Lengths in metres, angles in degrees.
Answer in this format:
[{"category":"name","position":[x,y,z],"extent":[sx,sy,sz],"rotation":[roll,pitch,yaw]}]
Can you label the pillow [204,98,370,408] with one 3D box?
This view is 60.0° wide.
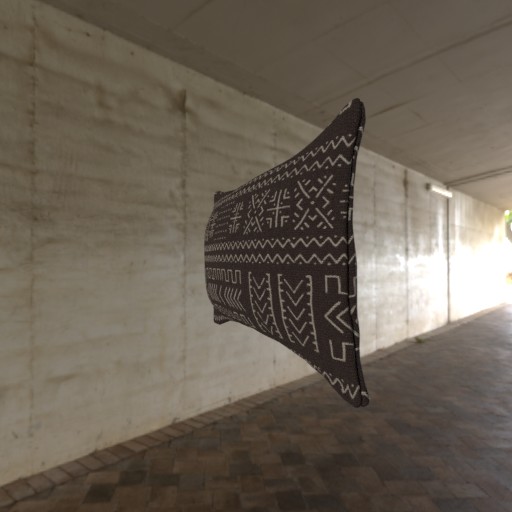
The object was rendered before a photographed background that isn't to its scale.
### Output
[{"category":"pillow","position":[0.000,0.000,0.763],"extent":[0.135,0.322,0.667],"rotation":[0,-1,-18]}]
